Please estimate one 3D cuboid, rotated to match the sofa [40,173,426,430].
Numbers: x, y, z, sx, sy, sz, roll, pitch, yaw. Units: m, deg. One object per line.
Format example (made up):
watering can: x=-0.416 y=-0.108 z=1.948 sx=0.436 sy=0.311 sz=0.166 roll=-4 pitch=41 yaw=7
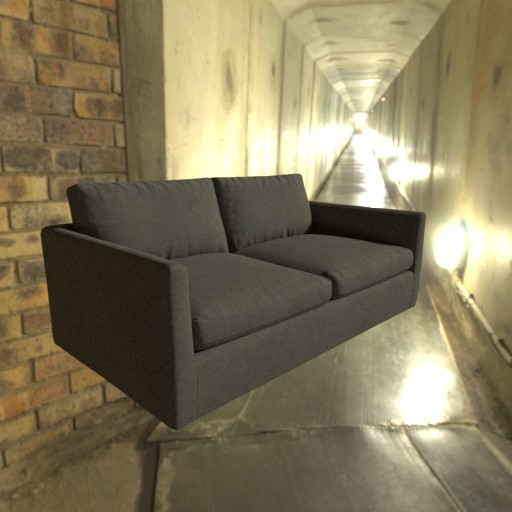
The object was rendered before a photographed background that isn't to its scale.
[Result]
sofa: x=0.000 y=0.000 z=2.481 sx=1.091 sy=0.845 sz=1.909 roll=12 pitch=18 yaw=43
